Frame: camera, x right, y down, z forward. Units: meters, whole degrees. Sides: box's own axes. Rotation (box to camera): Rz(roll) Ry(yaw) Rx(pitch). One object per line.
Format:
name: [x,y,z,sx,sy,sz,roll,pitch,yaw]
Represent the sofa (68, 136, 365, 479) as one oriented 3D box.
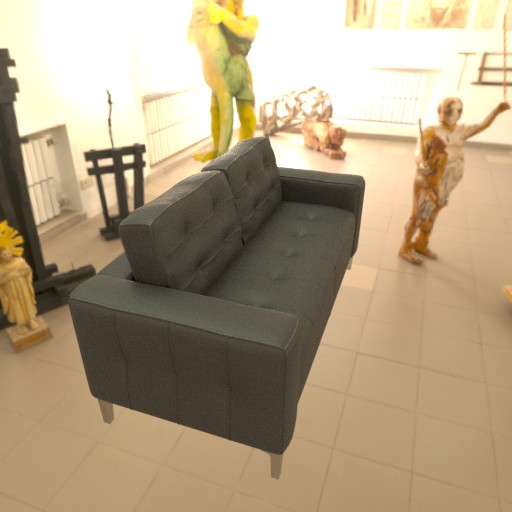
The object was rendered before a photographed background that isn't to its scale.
sofa: [0.000,0.000,2.214,0.833,0.893,1.726,10,30,17]
